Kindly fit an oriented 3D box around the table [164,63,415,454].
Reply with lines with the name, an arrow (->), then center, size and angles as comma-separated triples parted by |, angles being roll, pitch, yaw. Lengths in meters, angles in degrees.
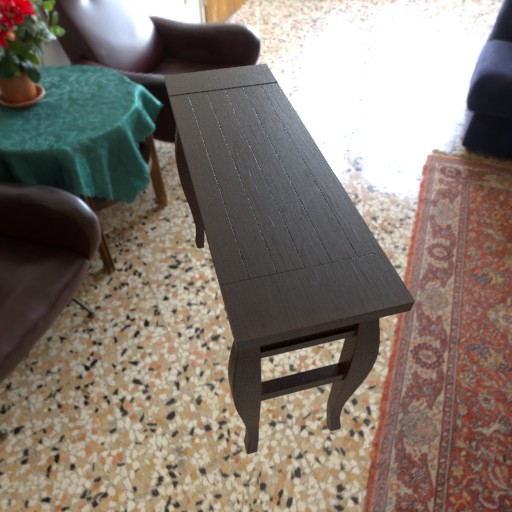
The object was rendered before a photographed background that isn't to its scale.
table -> 0.000, 0.000, 1.457 | 0.373, 0.768, 1.062 | -11, 49, -10
